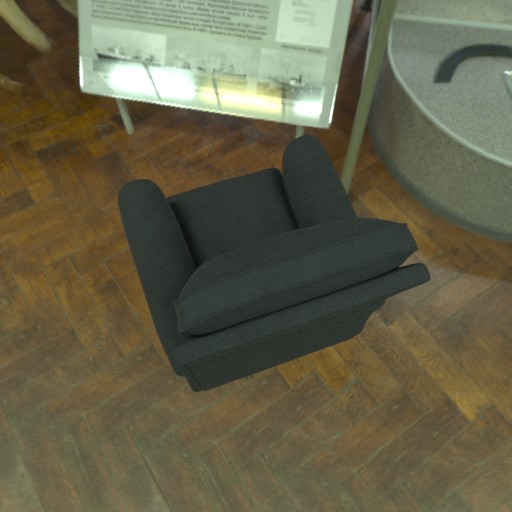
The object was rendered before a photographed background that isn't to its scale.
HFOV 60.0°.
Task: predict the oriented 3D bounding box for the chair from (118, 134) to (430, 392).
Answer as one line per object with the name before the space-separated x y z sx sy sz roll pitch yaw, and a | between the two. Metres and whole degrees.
chair | 0.000 0.000 1.685 0.890 0.961 0.878 -17 61 -10
